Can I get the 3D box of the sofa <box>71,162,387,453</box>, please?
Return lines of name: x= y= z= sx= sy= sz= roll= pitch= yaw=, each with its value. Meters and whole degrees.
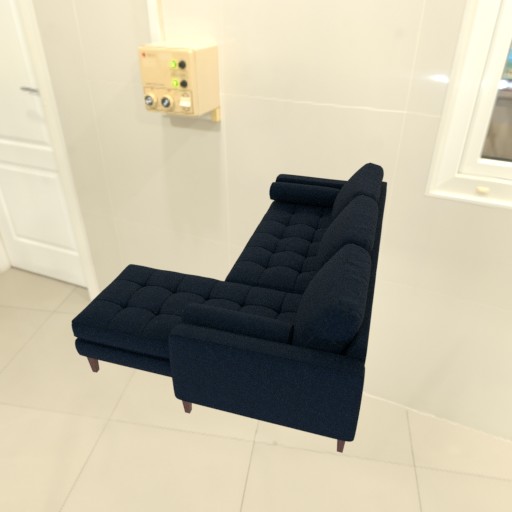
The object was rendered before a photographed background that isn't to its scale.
sofa: x=0.000 y=0.000 z=3.036 sx=1.613 sy=0.841 sz=2.185 roll=9 pitch=33 yaw=14
